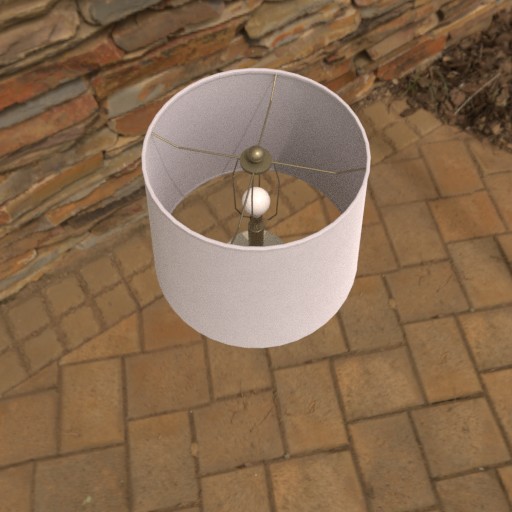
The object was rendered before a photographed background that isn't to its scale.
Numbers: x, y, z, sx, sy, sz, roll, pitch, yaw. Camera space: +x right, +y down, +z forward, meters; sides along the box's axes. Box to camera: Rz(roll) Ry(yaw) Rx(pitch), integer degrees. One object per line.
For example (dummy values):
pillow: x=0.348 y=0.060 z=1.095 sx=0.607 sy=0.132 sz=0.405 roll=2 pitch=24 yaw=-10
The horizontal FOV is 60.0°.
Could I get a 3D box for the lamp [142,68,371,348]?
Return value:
lamp: x=0.000 y=0.000 z=0.544 sx=0.239 sy=0.399 sz=0.239 roll=0 pitch=64 yaw=0
